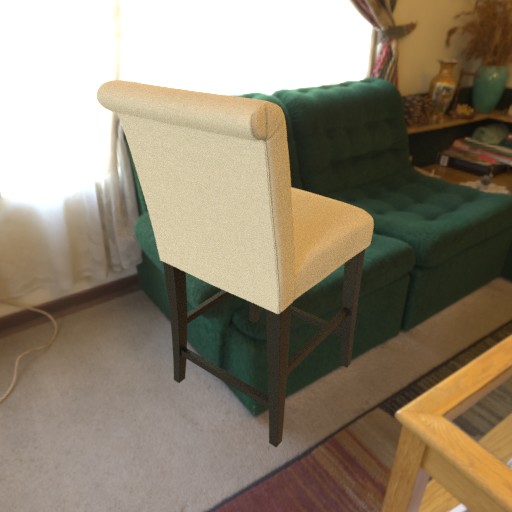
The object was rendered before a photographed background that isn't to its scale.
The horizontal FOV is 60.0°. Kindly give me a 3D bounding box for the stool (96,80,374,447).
[{"bbox_3d":[0.000,0.000,1.288,0.452,0.976,0.597,21,36,33],"label":"stool"}]
